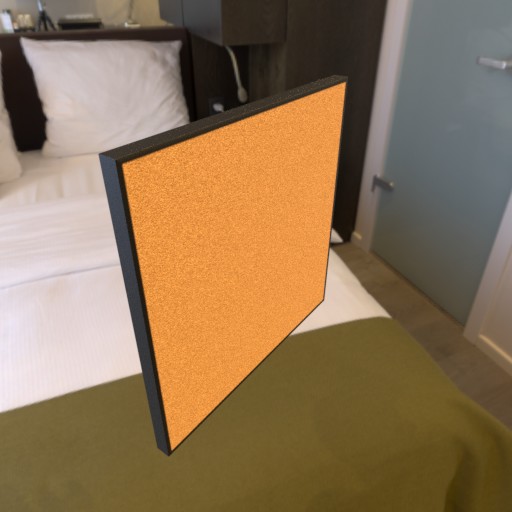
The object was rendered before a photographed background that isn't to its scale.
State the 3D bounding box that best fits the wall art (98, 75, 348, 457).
[{"bbox_3d":[0.000,0.000,1.152,0.042,0.766,0.769,22,39,30],"label":"wall art"}]
